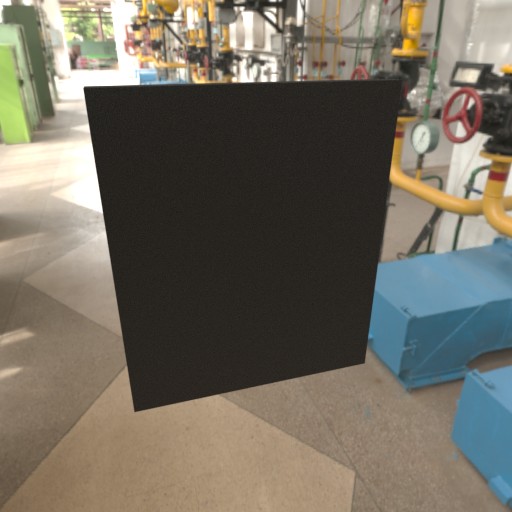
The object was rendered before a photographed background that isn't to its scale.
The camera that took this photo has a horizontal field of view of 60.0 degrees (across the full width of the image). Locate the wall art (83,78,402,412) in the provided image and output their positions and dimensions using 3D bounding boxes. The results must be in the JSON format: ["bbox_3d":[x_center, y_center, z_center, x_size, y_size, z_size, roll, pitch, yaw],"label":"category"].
[{"bbox_3d":[0.000,0.000,0.691,0.428,0.505,0.023,-7,27,-15],"label":"wall art"}]
